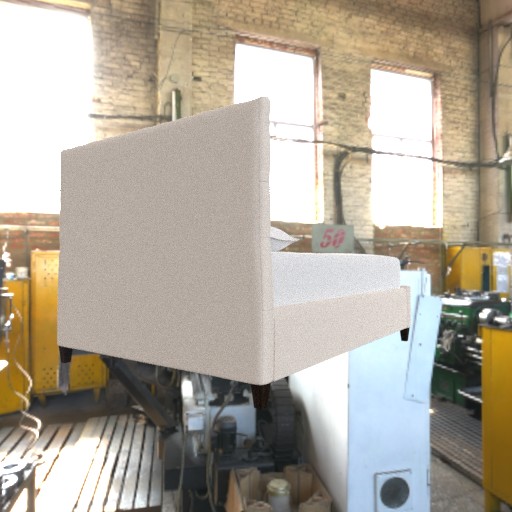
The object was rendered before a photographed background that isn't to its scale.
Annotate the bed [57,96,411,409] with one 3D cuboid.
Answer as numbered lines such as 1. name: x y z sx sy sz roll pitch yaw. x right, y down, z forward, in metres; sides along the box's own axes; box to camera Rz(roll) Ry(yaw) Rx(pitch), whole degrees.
1. bed: 0.000 0.000 3.368 1.696 1.426 2.233 -1 -1 36
